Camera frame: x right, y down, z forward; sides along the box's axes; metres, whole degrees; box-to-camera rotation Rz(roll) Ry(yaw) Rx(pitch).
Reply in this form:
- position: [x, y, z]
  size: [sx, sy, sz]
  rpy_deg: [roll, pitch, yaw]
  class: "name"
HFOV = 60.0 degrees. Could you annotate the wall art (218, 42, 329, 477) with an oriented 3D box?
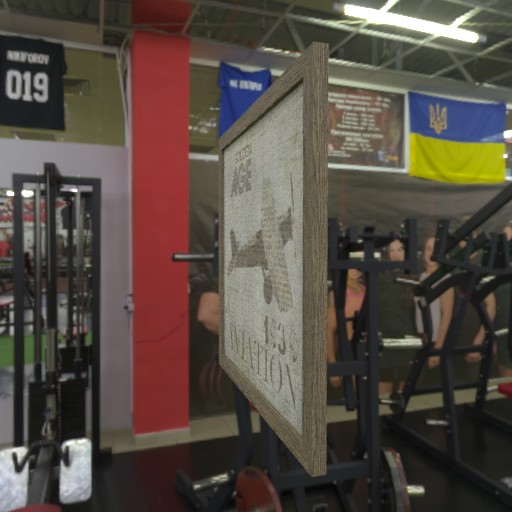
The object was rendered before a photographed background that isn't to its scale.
- position: [0.000, 0.000, 0.761]
  size: [0.019, 0.508, 0.508]
  rpy_deg: [-1, 2, -17]
  class: "wall art"
